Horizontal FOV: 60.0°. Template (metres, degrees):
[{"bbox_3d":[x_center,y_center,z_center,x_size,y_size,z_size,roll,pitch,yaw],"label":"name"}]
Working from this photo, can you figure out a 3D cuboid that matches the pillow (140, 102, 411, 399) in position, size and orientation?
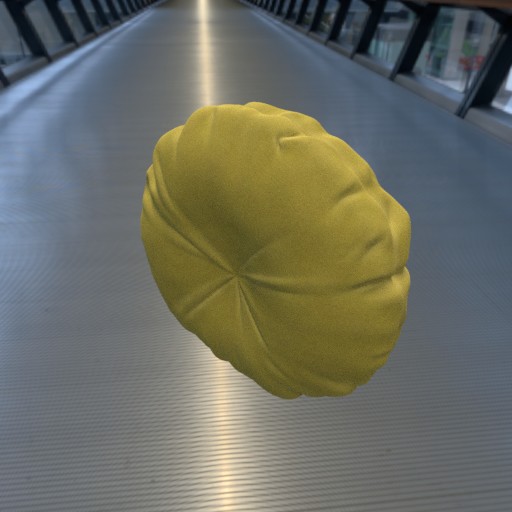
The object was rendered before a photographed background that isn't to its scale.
[{"bbox_3d":[0.000,0.000,0.614,0.428,0.407,0.148,22,37,32],"label":"pillow"}]
